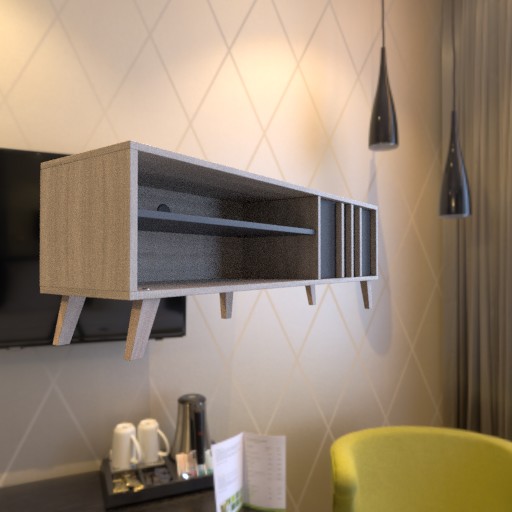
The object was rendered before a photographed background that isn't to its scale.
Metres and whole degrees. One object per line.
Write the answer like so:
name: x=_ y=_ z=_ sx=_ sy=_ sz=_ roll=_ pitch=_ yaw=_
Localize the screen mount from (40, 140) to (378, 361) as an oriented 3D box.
screen mount: x=0.000 y=0.000 z=1.726 sx=0.401 sy=0.509 sz=1.500 roll=-1 pitch=-1 yaw=37
